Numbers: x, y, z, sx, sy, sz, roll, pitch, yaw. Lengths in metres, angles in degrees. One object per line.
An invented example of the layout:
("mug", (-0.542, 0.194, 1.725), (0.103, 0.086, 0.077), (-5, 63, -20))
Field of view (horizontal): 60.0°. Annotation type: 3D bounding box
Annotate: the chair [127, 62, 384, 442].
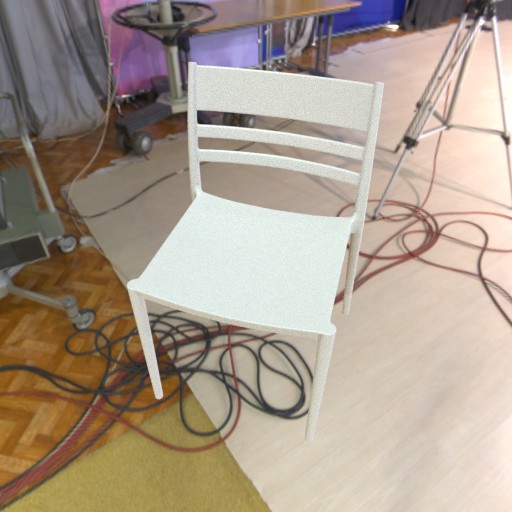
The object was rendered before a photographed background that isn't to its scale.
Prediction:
("chair", (0.000, 0.000, 1.155), (0.531, 0.800, 0.511), (11, 43, 12))
